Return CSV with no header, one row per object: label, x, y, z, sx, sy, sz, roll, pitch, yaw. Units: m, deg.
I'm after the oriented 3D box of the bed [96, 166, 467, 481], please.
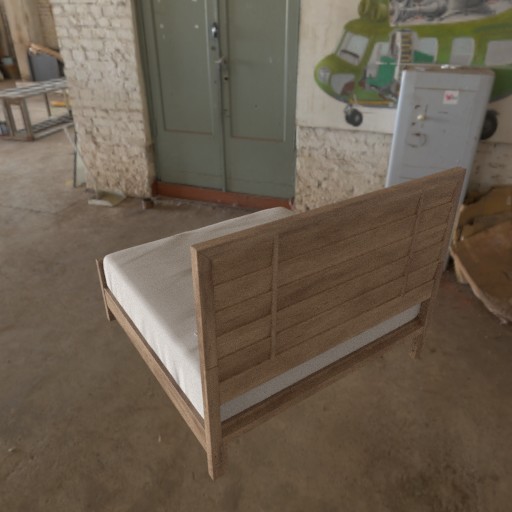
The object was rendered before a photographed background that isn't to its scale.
bed,0.000,0.000,3.582,2.032,1.626,2.032,-19,34,-30
